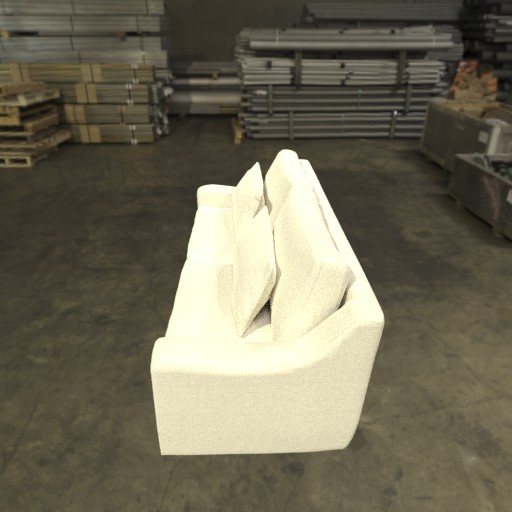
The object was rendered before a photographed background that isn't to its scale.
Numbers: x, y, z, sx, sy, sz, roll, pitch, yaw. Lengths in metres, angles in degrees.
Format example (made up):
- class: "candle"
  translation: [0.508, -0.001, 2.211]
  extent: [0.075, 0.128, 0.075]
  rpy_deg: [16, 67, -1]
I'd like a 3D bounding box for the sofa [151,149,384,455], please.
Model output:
- class: "sofa"
  translation: [0.000, 0.000, 3.035]
  extent: [1.009, 1.022, 2.470]
  rpy_deg: [-1, 27, -1]
